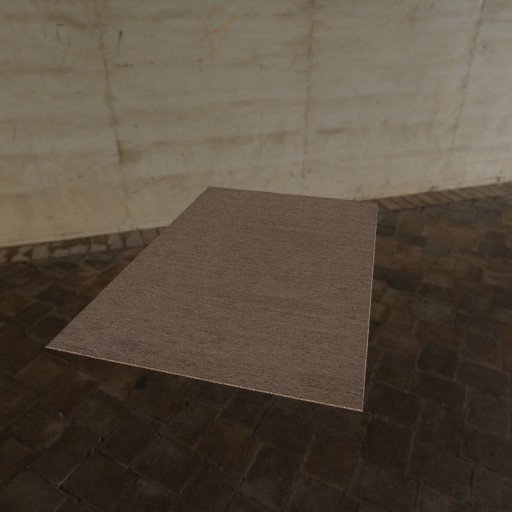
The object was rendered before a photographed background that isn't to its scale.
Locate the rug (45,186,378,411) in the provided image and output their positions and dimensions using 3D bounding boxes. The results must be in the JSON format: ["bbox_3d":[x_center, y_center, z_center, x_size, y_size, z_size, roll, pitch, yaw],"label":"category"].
[{"bbox_3d":[0.000,0.000,2.381,1.225,0.013,1.840,8,30,13],"label":"rug"}]
